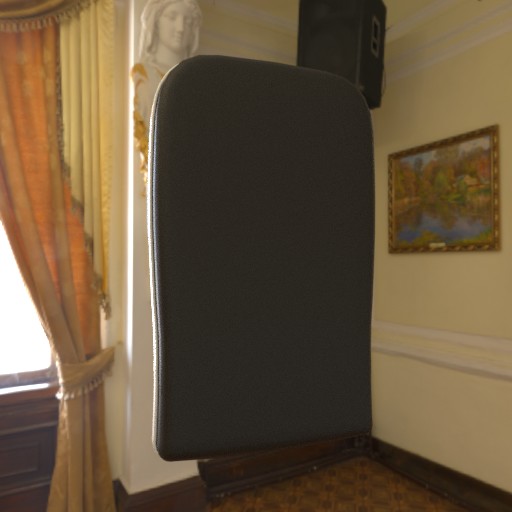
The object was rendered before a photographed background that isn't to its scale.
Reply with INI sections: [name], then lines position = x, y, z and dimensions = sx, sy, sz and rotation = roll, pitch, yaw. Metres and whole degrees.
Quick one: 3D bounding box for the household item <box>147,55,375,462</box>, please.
[household item]
position = 0.000, 0.000, 0.144
dimensions = 0.070, 0.114, 0.038
rotation = 0, -1, -19
